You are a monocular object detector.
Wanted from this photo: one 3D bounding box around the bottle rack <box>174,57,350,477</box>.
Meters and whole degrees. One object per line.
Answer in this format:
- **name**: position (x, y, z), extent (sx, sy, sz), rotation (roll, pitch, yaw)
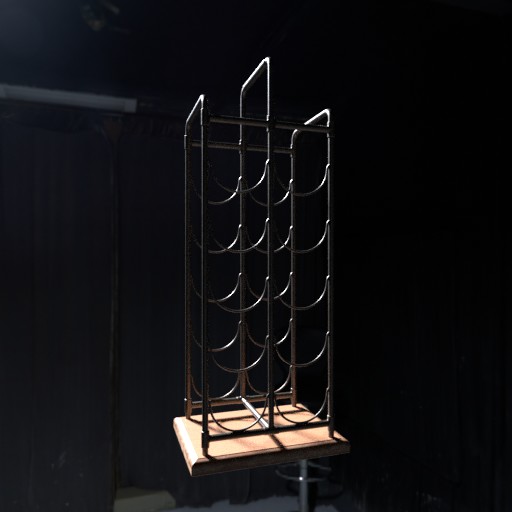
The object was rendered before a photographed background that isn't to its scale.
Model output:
- **bottle rack**: position (0.000, 0.000, 0.822), extent (0.276, 0.680, 0.208), rotation (0, 0, -18)
